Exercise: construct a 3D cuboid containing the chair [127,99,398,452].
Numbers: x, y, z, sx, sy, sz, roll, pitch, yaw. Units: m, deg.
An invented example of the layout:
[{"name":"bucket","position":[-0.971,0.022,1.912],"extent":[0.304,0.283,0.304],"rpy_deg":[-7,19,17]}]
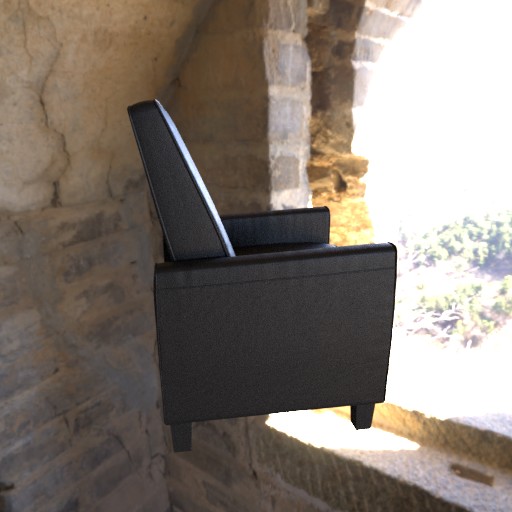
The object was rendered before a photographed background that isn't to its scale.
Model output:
[{"name":"chair","position":[0.000,0.000,1.544],"extent":[0.746,1.013,0.705],"rpy_deg":[-3,17,-9]}]
